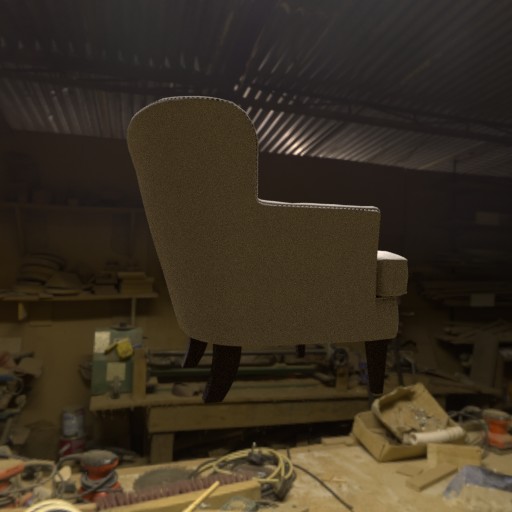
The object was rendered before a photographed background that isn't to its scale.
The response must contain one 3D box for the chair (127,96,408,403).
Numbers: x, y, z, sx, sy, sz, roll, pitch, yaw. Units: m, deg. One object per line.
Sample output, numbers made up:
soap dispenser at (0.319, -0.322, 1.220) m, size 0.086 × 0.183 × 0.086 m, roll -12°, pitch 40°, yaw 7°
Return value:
chair at (0.000, 0.000, 1.602) m, size 0.906 × 0.868 × 0.848 m, roll 1°, pitch -2°, yaw -17°
